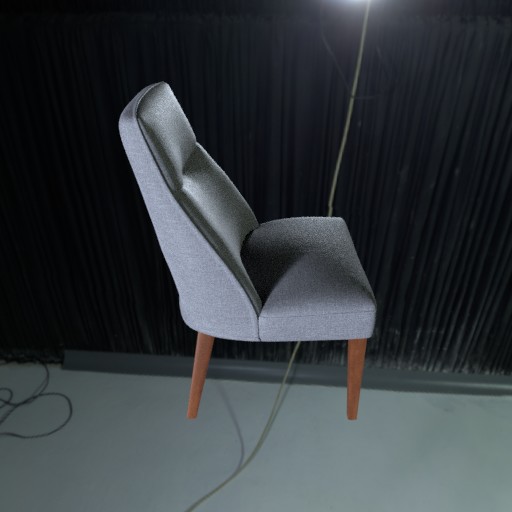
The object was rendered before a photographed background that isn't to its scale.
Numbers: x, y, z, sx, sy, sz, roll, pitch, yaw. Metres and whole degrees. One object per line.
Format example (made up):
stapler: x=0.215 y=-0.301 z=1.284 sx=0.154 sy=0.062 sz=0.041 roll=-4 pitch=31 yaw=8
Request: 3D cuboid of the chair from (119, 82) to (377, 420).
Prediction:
chair: x=0.000 y=0.000 z=1.316 sx=0.620 sy=0.930 sz=0.500 roll=0 pitch=32 yaw=-1
